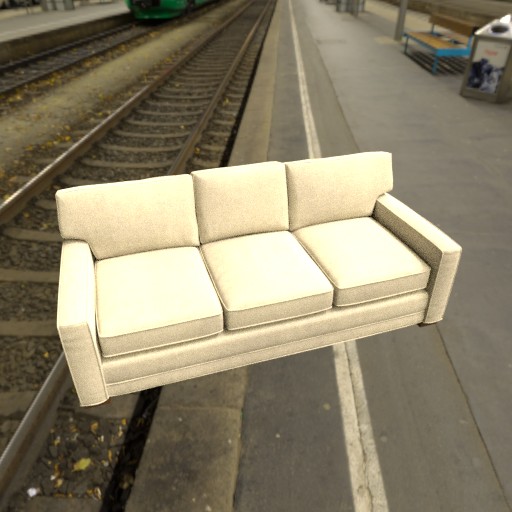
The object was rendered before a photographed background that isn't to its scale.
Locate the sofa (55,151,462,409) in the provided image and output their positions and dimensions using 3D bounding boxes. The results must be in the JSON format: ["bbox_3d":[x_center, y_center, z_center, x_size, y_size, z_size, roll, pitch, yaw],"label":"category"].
[{"bbox_3d":[0.000,0.000,2.576,2.093,0.862,0.936,-10,34,-15],"label":"sofa"}]
